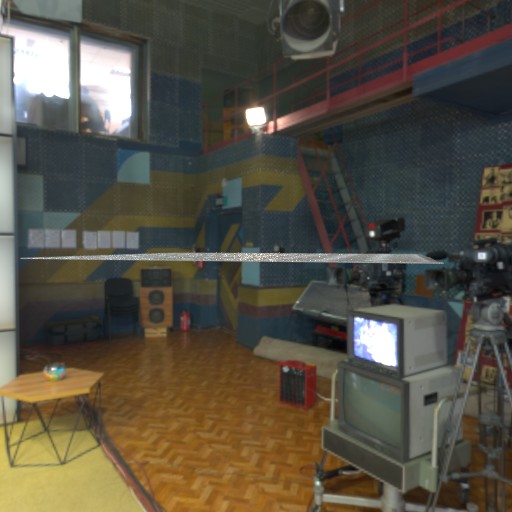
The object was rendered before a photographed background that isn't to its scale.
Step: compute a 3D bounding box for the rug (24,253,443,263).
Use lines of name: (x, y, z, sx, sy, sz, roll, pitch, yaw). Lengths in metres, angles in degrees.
rug: (0.000, 0.000, 3.957, 2.880, 0.005, 2.391, 0, 1, 18)
